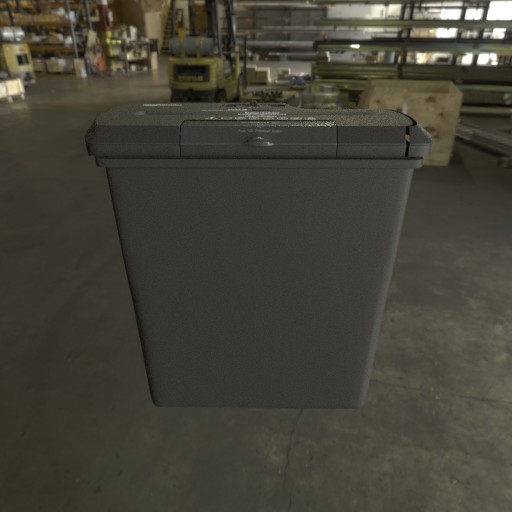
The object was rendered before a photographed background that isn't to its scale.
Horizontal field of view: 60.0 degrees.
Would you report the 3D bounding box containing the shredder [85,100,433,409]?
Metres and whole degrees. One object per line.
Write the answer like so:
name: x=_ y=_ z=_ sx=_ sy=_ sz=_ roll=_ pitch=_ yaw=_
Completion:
shredder: x=0.000 y=0.000 z=0.514 sx=0.320 sy=0.335 sz=0.170 roll=0 pitch=28 yaw=1
